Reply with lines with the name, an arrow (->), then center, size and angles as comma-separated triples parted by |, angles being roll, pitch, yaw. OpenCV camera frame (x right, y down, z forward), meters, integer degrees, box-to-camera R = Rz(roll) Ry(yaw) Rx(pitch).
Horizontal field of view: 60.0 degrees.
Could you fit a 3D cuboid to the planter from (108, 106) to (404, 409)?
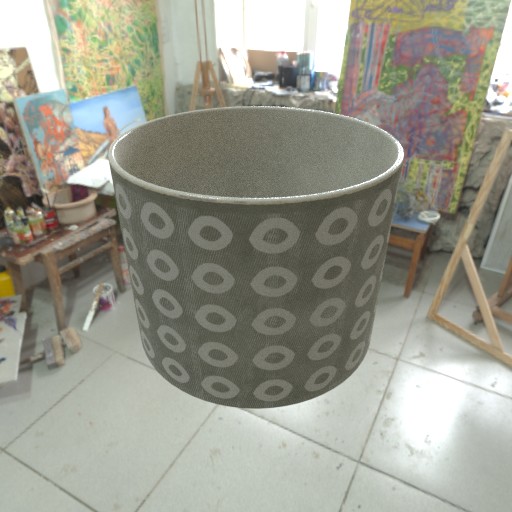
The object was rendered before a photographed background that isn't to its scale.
planter -> 0.000, 0.000, 0.451 | 0.250, 0.239, 0.250 | 0, 32, 0
